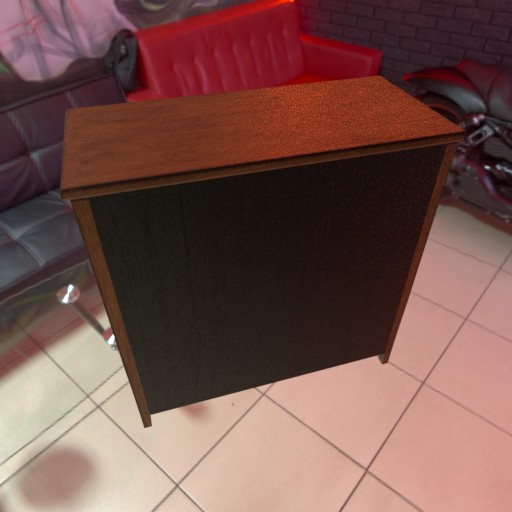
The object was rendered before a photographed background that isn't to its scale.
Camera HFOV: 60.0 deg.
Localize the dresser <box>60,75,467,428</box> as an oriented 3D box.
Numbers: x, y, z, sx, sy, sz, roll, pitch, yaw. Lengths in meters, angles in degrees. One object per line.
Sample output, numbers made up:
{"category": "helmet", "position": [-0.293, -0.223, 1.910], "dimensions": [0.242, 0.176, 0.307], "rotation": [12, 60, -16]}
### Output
{"category": "dresser", "position": [0.000, 0.000, 1.901], "dimensions": [1.250, 1.224, 0.591], "rotation": [-11, 41, -13]}
